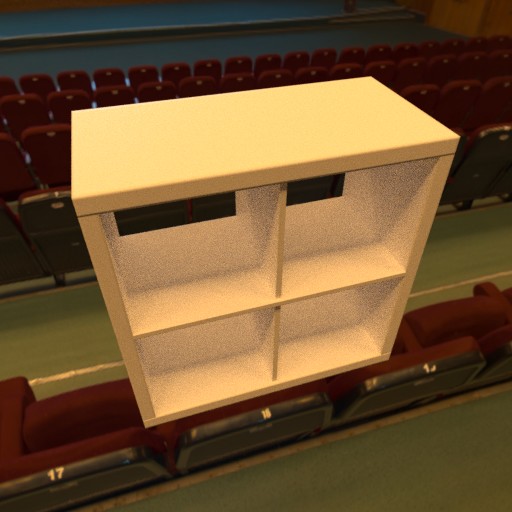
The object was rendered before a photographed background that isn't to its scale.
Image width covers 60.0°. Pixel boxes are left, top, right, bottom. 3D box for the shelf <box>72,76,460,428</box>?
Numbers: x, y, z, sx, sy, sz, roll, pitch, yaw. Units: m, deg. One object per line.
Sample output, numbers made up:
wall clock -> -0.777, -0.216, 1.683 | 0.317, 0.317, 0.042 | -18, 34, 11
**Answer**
shelf -> 0.000, 0.000, 1.252 | 0.790, 0.786, 0.390 | -12, 42, -13
